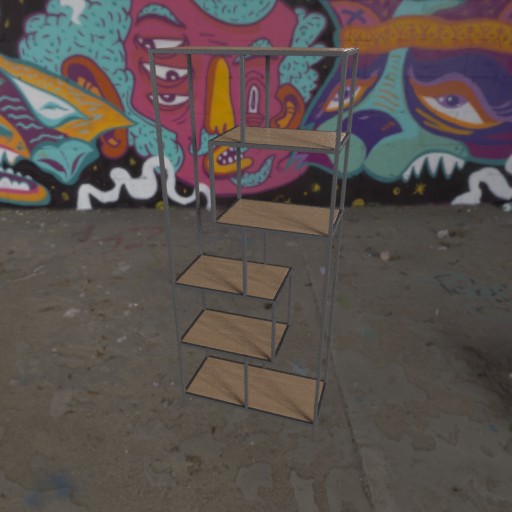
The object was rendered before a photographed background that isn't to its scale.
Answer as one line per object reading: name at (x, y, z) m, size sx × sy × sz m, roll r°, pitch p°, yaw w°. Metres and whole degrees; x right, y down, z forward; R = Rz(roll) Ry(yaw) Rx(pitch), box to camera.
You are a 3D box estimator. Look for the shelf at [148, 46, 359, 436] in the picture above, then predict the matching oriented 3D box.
shelf at (0.000, 0.000, 2.180) m, size 0.770 × 1.850 × 0.350 m, roll 8°, pitch 28°, yaw 16°
